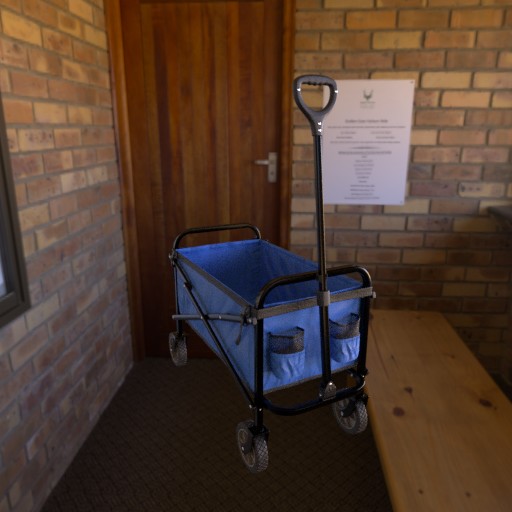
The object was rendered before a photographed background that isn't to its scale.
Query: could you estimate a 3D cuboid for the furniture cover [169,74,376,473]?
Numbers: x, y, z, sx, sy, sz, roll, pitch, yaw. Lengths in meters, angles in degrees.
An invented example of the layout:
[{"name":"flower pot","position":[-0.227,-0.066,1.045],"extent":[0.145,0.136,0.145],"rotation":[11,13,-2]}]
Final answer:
[{"name":"furniture cover","position":[0.000,0.000,1.794],"extent":[0.532,1.295,1.038],"rotation":[-8,18,-27]}]
